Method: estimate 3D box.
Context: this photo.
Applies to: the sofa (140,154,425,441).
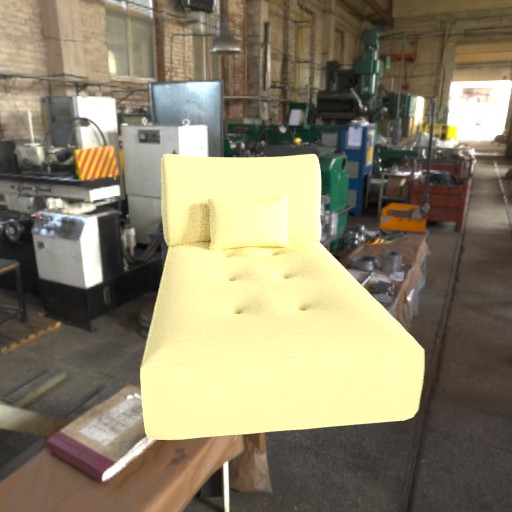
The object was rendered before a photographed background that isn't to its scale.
[{"bbox_3d":[0.000,0.000,2.025,0.930,0.820,1.450,-2,17,-7],"label":"sofa"}]
